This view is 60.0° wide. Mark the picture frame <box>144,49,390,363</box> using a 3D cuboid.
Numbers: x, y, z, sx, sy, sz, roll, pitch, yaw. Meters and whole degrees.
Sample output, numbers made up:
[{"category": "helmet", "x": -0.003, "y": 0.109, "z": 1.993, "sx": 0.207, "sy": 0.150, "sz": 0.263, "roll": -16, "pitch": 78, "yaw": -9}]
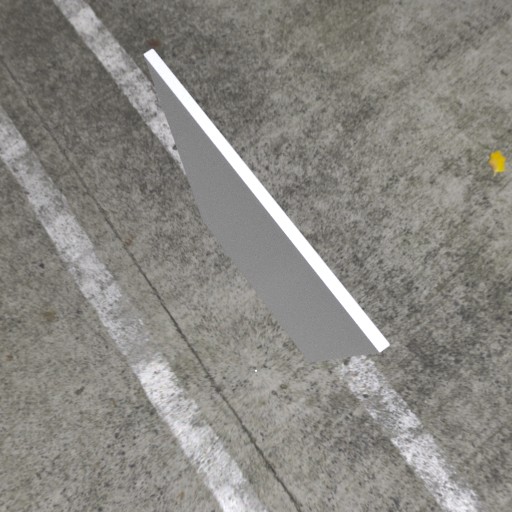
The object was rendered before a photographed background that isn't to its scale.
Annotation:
[{"category": "picture frame", "x": 0.000, "y": 0.000, "z": 0.684, "sx": 0.012, "sy": 0.534, "sz": 0.381, "roll": -36, "pitch": 78, "yaw": -9}]
